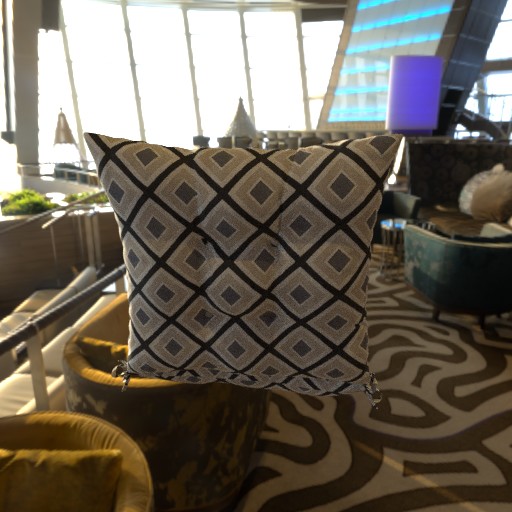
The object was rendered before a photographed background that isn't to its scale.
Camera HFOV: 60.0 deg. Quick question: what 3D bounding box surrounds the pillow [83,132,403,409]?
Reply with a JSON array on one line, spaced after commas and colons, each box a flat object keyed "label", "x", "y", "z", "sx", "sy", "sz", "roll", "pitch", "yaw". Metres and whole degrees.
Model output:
[{"label": "pillow", "x": 0.000, "y": 0.000, "z": 0.993, "sx": 0.541, "sy": 0.536, "sz": 0.585, "roll": 2, "pitch": 16, "yaw": 6}]
